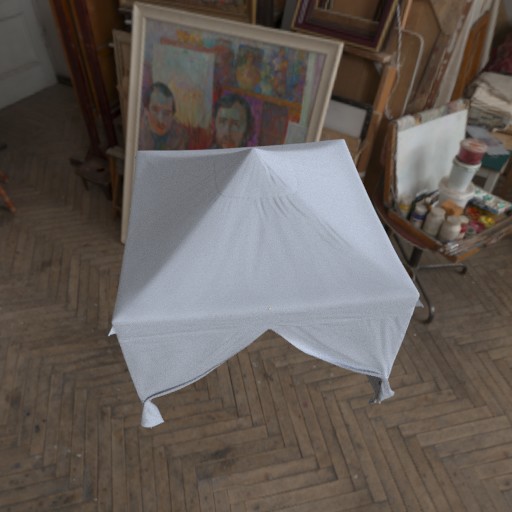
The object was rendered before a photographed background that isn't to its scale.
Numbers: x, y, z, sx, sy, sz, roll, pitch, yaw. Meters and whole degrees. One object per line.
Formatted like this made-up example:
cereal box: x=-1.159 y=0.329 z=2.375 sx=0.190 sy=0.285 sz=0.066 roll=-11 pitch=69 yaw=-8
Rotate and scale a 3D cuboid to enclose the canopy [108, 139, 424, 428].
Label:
canopy: x=0.000 y=0.000 z=5.577 sx=3.043 sy=2.997 sz=3.121 roll=-5 pitch=45 yaw=-5
